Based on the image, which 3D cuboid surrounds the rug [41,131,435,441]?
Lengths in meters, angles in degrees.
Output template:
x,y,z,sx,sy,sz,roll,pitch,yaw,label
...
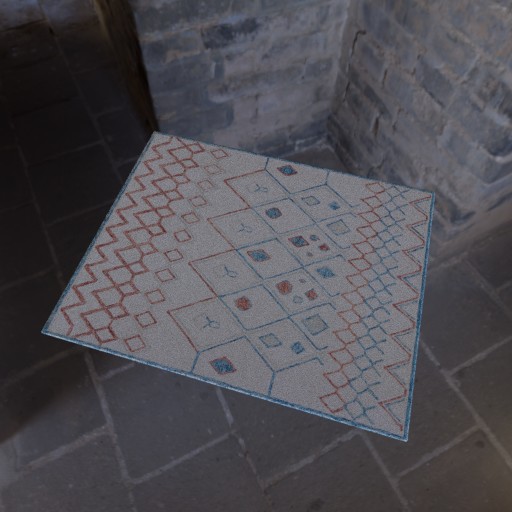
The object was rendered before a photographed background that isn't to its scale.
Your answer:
x,y,z,sx,sy,sz,roll,pitch,yaw,label
0.000,0.000,4.096,3.050,0.016,2.441,14,61,8,rug
